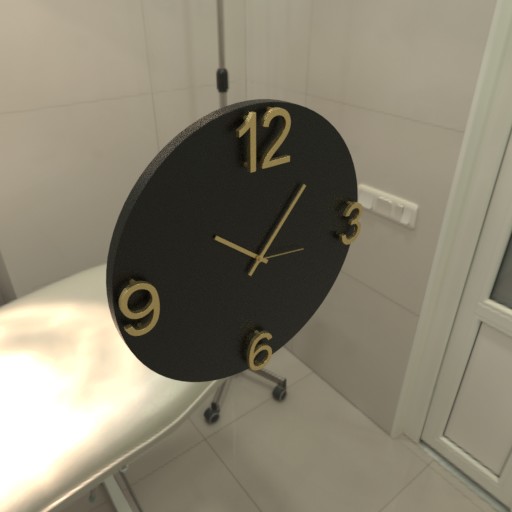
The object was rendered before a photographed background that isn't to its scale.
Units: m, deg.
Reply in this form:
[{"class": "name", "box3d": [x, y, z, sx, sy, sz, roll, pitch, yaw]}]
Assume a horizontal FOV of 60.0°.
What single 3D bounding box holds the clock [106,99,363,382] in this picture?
[{"class": "clock", "box3d": [0.000, 0.000, 0.679, 0.454, 0.454, 0.038, -22, 38, -32]}]
